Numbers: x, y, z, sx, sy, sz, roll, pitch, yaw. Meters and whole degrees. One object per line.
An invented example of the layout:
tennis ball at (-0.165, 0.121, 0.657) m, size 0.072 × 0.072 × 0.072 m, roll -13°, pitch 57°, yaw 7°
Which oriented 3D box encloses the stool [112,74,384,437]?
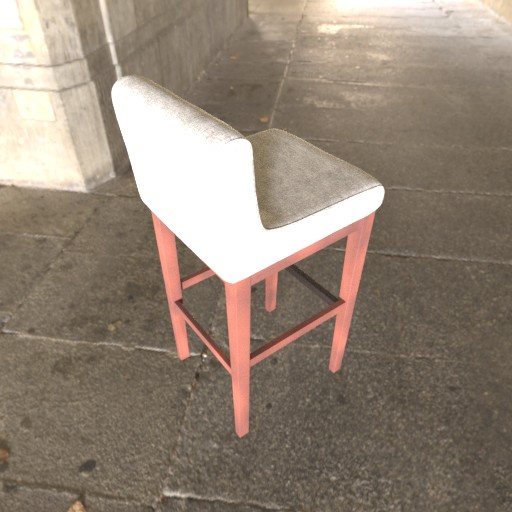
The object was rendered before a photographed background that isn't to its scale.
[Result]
stool at (0.000, 0.000, 1.239) m, size 0.499 × 0.965 × 0.426 m, roll -25°, pitch 45°, yaw -28°
